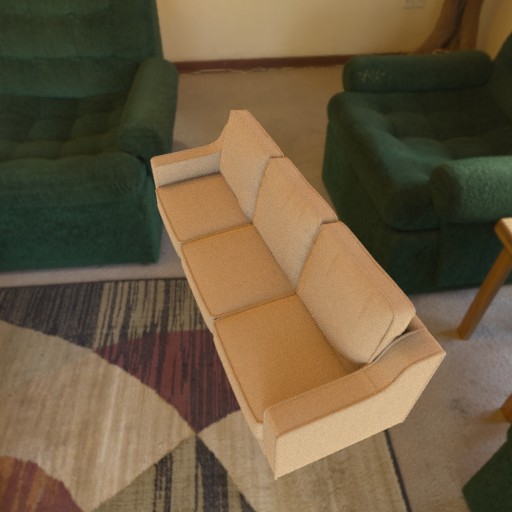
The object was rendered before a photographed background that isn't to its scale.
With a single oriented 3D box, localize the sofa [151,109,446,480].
[{"bbox_3d":[0.000,0.000,2.571,0.791,0.902,2.131,-16,47,-16],"label":"sofa"}]
